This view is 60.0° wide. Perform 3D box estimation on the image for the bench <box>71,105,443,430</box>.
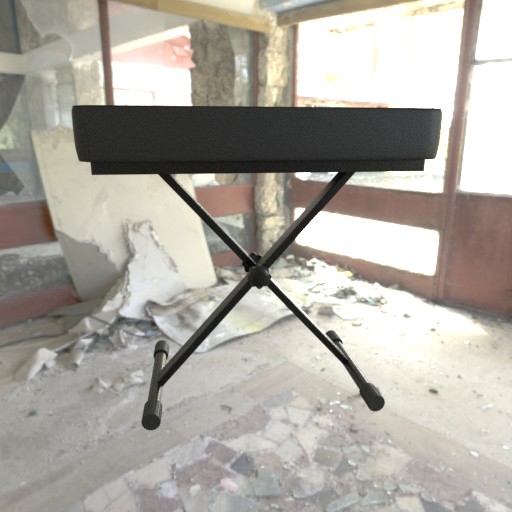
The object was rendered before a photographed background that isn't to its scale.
[{"bbox_3d":[0.000,0.000,0.903,0.600,0.561,0.300,-2,15,-7],"label":"bench"}]
